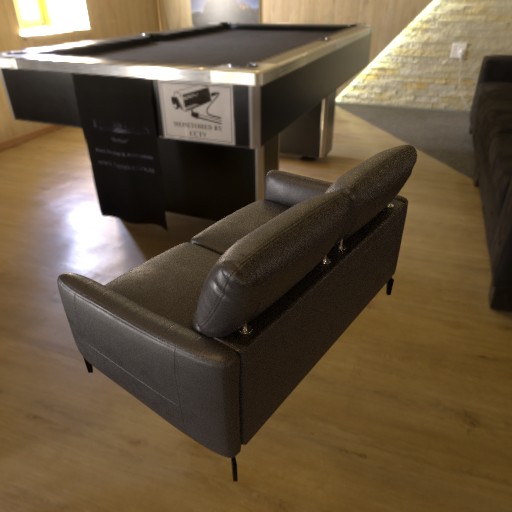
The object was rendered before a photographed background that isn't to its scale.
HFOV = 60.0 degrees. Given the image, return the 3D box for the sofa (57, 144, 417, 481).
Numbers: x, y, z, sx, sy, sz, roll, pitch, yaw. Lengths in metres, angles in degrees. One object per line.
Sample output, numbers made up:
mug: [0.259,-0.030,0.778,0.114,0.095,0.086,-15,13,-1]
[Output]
sofa: [0.000,0.000,2.137,0.958,0.920,1.596,21,37,31]
